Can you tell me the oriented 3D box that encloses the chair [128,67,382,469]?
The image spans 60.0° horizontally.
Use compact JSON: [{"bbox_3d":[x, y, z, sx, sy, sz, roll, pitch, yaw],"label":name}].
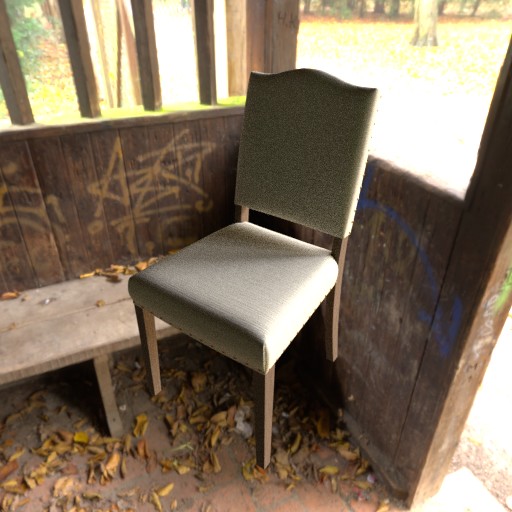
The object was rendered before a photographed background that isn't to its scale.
[{"bbox_3d":[0.000,0.000,1.374,0.508,1.015,0.619,21,38,30],"label":"chair"}]
